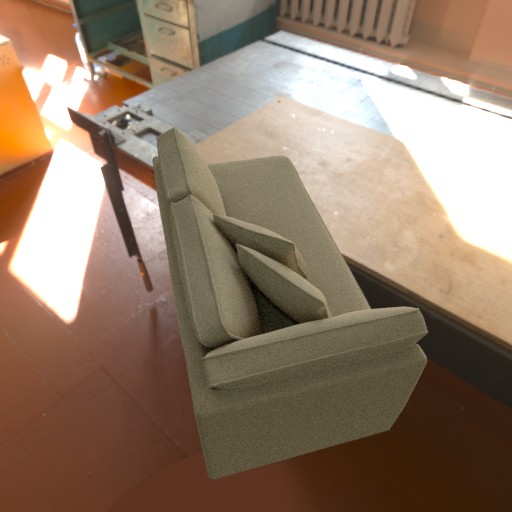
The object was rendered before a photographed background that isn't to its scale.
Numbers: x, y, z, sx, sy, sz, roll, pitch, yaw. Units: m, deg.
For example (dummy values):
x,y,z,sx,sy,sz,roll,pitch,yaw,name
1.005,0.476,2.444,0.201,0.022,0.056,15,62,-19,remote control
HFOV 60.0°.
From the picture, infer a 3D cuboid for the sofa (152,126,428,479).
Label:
x,y,z,sx,sy,sz,roll,pitch,yaw,name
0.000,0.000,2.857,1.110,1.033,2.237,-10,46,-10,sofa
